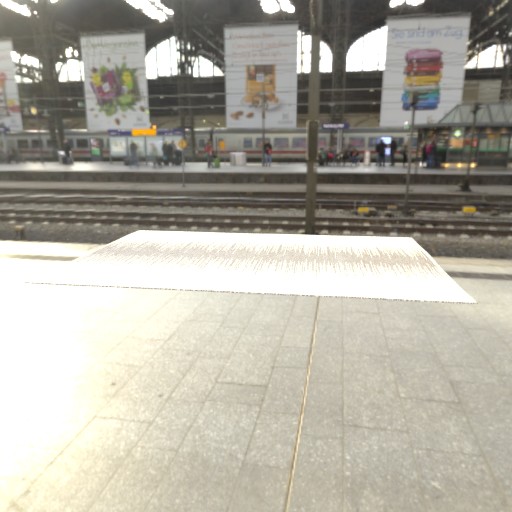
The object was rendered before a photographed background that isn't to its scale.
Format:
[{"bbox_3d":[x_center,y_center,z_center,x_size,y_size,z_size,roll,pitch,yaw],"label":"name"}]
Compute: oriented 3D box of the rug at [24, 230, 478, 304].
[{"bbox_3d":[0.000,0.000,2.326,1.815,0.007,1.226,2,14,8],"label":"rug"}]
